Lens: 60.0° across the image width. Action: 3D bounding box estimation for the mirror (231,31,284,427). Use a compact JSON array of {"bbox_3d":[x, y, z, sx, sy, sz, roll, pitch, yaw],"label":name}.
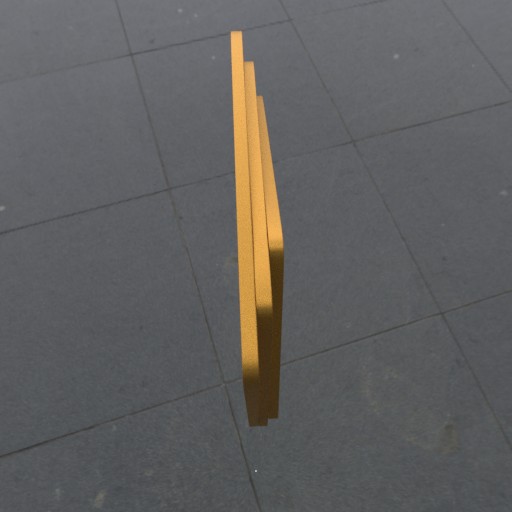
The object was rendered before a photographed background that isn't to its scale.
[{"bbox_3d":[0.000,0.000,0.689,0.045,0.468,0.470,-2,64,-1],"label":"mirror"}]
